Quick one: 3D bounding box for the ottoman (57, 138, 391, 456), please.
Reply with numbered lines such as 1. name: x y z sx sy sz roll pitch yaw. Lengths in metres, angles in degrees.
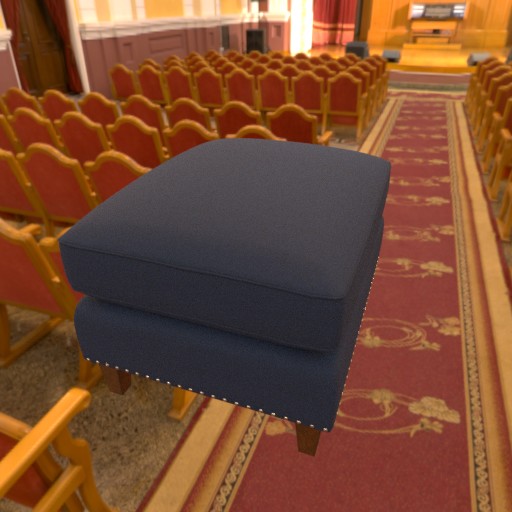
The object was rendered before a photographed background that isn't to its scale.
1. ottoman: 0.000 0.000 1.156 0.584 0.513 0.741 11 32 18
